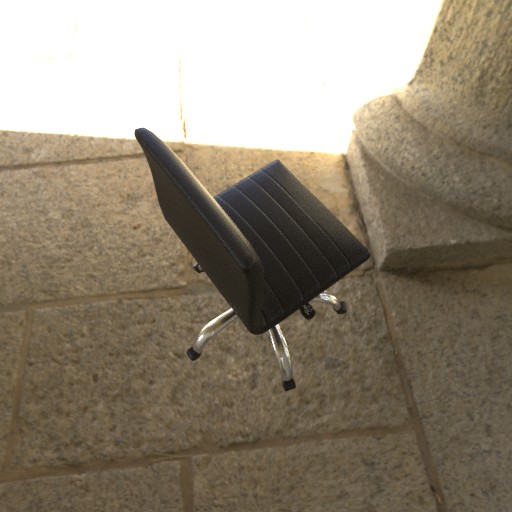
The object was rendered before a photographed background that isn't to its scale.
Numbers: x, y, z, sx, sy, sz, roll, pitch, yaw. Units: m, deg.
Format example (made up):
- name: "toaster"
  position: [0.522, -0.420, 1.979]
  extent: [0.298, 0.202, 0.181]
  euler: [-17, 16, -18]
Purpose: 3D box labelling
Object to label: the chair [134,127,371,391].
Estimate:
- name: "chair"
  position: [0.000, 0.000, 1.169]
  extent: [0.530, 0.780, 0.556]
  euler: [-32, 65, -17]
